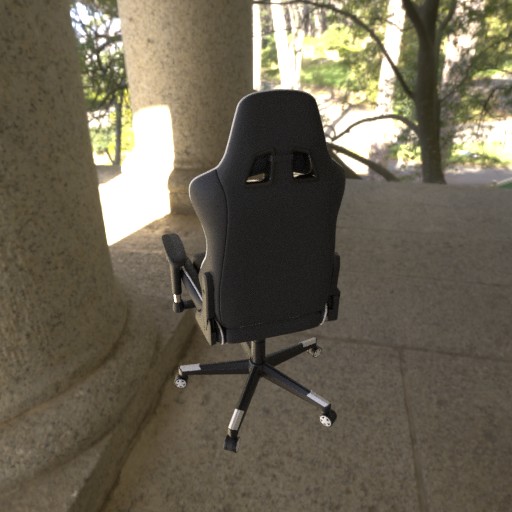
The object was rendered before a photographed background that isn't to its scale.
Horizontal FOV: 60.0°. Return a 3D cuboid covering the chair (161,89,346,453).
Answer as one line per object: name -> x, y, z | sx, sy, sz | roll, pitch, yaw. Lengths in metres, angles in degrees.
chair -> 0.000, 0.000, 1.682 | 0.700, 1.240, 0.700 | -9, 29, -16
